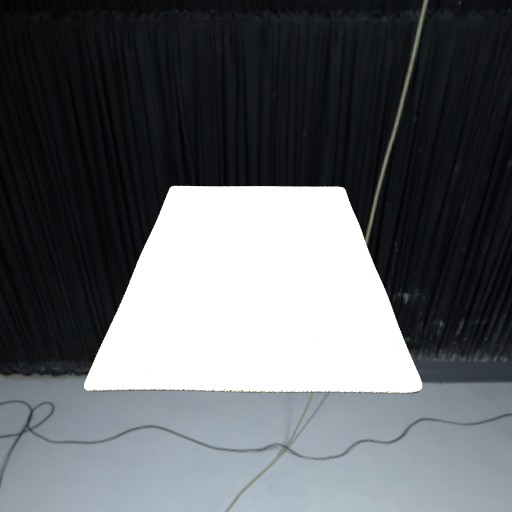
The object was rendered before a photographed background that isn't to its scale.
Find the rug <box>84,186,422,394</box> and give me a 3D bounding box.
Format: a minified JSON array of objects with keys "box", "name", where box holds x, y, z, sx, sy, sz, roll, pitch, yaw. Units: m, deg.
[{"box":[0.000,0.000,3.468,1.798,0.025,2.698,0,32,1],"name":"rug"}]
